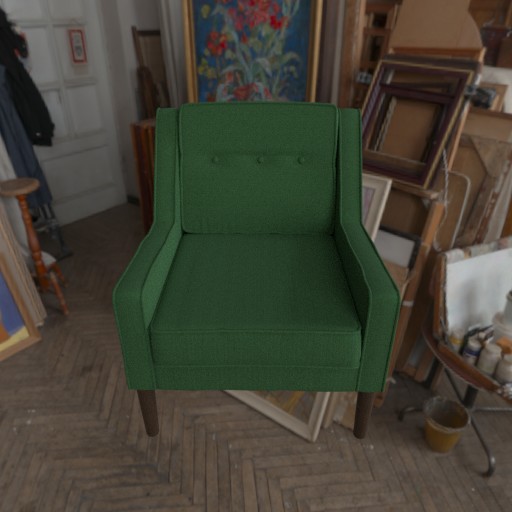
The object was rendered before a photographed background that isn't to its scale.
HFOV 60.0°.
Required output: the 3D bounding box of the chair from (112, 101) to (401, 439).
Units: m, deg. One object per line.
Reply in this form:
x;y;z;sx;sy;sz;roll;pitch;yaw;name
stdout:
0.000;0.000;1.321;0.663;0.792;0.743;0;29;1;chair
